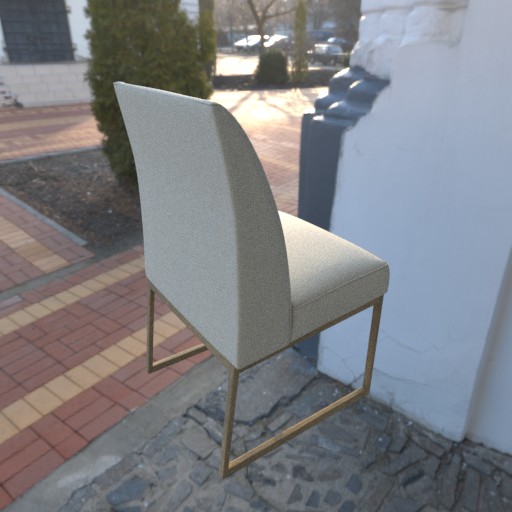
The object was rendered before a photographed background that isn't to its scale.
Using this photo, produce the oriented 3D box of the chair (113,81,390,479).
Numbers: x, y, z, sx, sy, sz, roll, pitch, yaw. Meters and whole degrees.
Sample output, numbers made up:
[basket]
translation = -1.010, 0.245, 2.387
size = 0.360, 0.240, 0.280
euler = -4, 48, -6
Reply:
[chair]
translation = 0.000, 0.000, 1.183
size = 0.522, 0.863, 0.508
euler = -17, 31, -31
